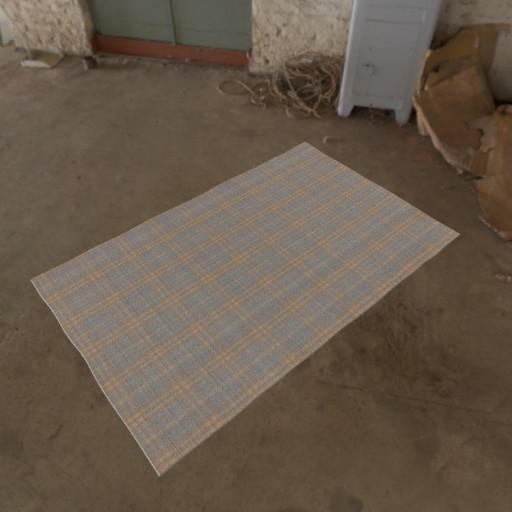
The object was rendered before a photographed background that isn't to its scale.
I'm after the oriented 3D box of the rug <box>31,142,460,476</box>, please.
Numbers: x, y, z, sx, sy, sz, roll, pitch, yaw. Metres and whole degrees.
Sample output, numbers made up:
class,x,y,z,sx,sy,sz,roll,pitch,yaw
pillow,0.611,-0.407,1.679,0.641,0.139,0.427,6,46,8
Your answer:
class,x,y,z,sx,sy,sz,roll,pitch,yaw
rug,0.000,0.000,2.961,2.460,0.016,1.545,-32,54,-26
